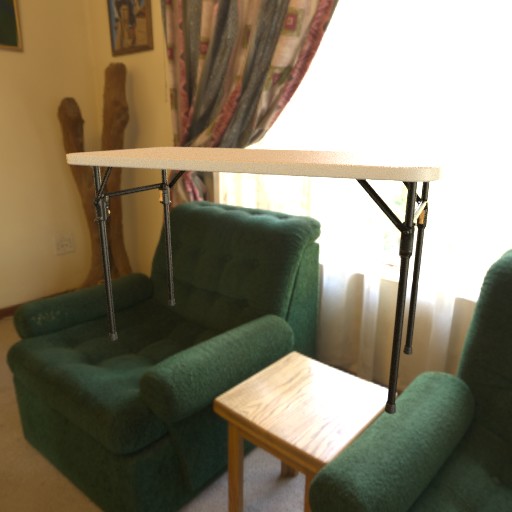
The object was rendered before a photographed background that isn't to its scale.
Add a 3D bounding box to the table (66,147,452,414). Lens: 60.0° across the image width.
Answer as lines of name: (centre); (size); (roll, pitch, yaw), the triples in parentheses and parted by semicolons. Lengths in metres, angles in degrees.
table: (0.000, 0.000, 1.620); (1.219, 0.729, 0.610); (8, 18, 24)
